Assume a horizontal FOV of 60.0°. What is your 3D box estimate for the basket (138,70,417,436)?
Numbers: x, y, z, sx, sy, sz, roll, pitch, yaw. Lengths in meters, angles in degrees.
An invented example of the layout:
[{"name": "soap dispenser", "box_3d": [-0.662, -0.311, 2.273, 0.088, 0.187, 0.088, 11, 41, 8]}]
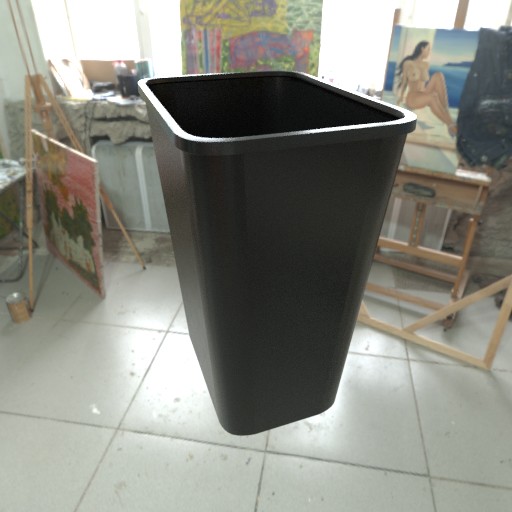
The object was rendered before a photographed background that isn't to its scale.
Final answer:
[{"name": "basket", "box_3d": [0.000, 0.000, 0.748, 0.287, 0.521, 0.394, -11, 33, -17]}]
